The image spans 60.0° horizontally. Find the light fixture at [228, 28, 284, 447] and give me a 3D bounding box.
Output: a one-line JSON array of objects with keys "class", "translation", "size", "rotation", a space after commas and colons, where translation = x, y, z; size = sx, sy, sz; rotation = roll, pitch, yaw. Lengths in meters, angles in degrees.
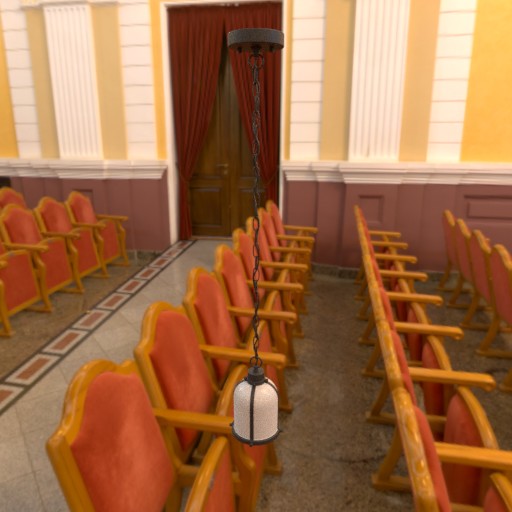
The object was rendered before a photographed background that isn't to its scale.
[{"class": "light fixture", "translation": [0.000, 0.000, 1.296], "size": [0.178, 1.181, 0.178], "rotation": [3, 16, 10]}]
